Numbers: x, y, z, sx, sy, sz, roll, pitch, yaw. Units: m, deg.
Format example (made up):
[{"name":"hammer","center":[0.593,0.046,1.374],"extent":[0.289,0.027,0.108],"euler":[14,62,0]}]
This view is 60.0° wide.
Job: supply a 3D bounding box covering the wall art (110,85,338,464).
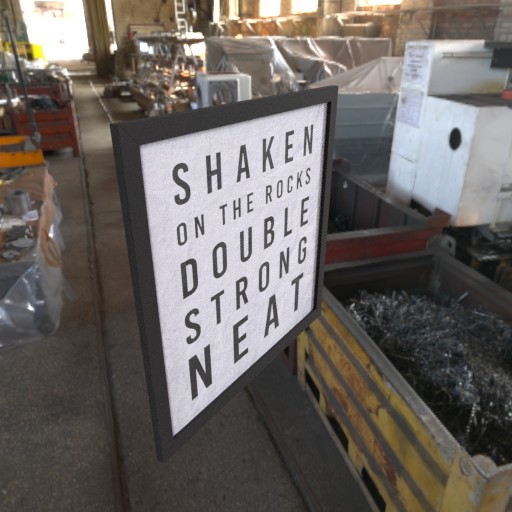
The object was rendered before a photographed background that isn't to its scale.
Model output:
[{"name":"wall art","center":[0.000,0.000,0.683],"extent":[0.013,0.458,0.456],"euler":[18,31,32]}]
